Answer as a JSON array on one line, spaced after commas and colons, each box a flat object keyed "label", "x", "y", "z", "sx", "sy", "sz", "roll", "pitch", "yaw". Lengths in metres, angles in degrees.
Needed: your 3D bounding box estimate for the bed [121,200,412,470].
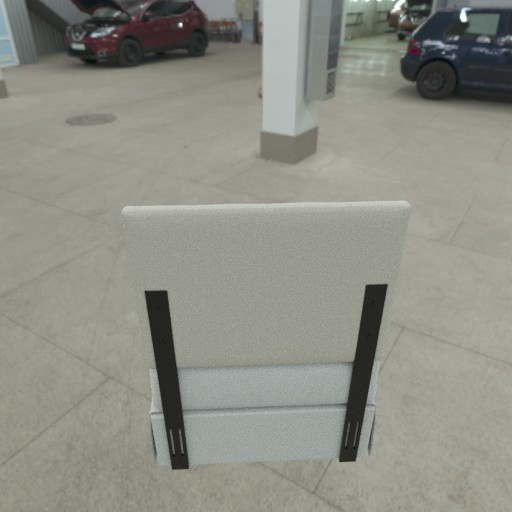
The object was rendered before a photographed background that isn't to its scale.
[{"label": "bed", "x": 0.000, "y": 0.000, "z": 2.942, "sx": 1.261, "sy": 1.571, "sz": 1.997, "roll": -1, "pitch": 30, "yaw": -2}]
